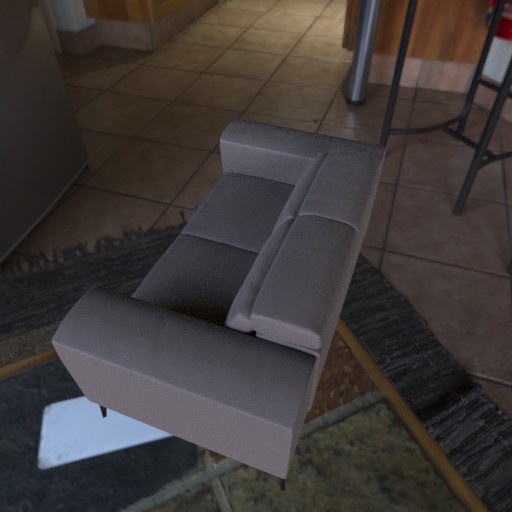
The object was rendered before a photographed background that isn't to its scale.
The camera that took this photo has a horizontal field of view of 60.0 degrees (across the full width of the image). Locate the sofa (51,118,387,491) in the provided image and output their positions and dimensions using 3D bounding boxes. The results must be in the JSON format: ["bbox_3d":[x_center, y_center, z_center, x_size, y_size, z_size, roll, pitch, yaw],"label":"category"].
[{"bbox_3d":[0.000,0.000,2.349,1.003,0.779,1.895,15,47,15],"label":"sofa"}]
